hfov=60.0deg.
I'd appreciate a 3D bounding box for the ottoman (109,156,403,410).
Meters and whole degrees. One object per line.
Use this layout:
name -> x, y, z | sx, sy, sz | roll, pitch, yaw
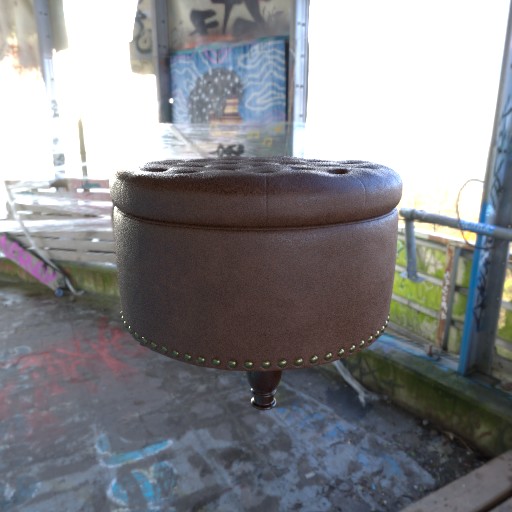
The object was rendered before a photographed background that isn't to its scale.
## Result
ottoman -> 0.000, 0.000, 1.056 | 0.637, 0.442, 0.637 | 0, 16, 0
